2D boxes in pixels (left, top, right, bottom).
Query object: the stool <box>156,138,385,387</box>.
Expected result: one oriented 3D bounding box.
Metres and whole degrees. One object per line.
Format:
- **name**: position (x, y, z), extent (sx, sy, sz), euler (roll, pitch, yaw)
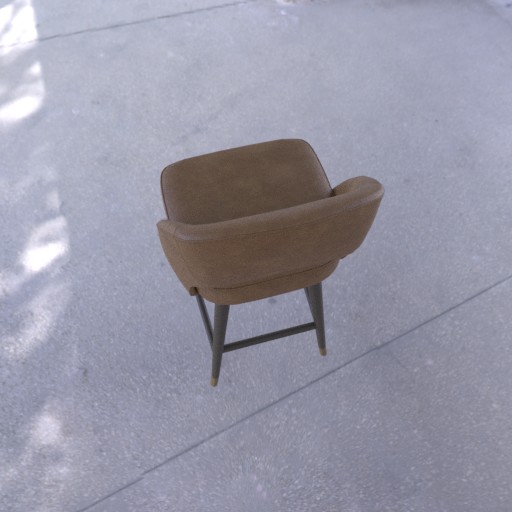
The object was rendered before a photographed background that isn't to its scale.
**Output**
- **stool**: position (0.000, 0.000, 1.305), extent (0.494, 1.037, 0.509), euler (-14, 61, -8)
